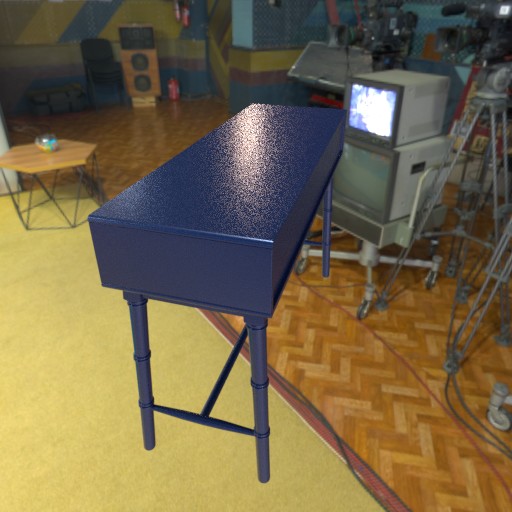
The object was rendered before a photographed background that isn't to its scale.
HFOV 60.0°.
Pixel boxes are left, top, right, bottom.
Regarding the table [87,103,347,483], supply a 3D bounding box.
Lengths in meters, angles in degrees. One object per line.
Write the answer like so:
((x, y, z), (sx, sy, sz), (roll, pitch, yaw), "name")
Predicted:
((0.000, 0.000, 1.482), (0.399, 0.749, 1.118), (9, 31, 14), "table")
